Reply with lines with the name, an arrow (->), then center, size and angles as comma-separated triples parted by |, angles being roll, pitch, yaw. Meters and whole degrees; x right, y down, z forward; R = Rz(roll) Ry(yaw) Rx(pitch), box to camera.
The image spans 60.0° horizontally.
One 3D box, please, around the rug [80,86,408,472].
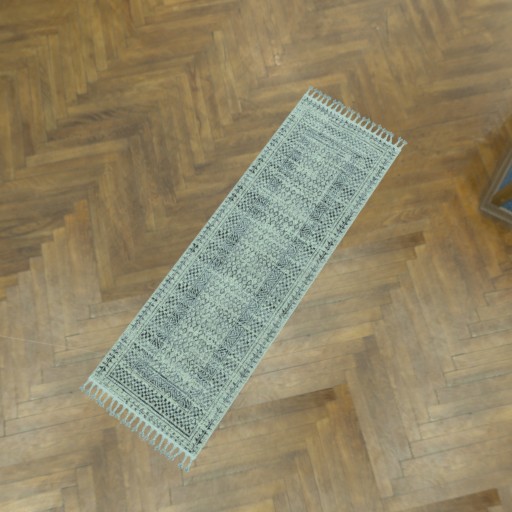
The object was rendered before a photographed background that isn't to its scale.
rug -> 0.000, 0.000, 2.752 | 0.786, 0.013, 2.480 | 34, 77, 9
